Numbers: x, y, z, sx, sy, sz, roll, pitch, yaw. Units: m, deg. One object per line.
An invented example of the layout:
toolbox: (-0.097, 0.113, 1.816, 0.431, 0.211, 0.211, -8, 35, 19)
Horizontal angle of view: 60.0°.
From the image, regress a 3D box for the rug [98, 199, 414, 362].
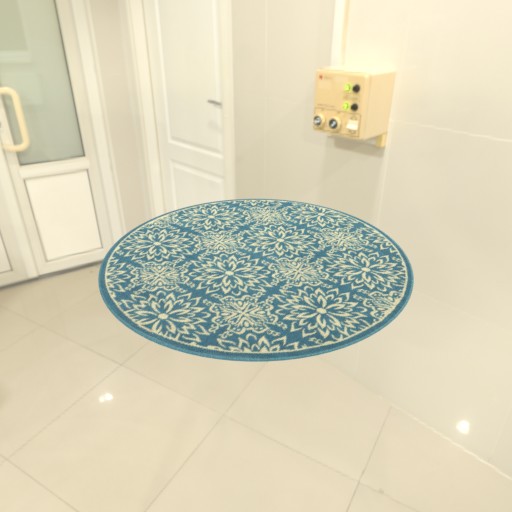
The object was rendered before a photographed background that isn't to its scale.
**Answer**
rug: (0.000, 0.000, 2.342, 1.593, 0.012, 1.593, 0, 29, 0)
